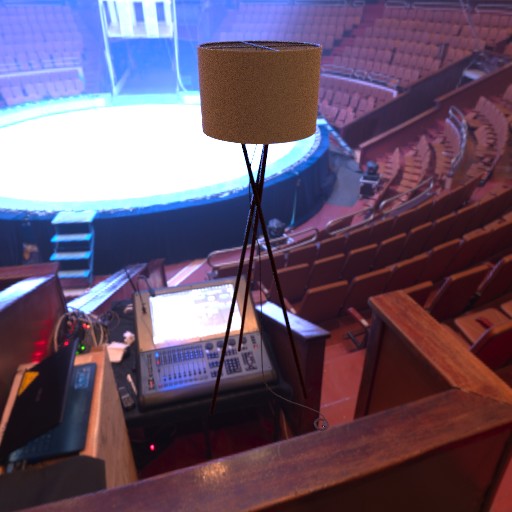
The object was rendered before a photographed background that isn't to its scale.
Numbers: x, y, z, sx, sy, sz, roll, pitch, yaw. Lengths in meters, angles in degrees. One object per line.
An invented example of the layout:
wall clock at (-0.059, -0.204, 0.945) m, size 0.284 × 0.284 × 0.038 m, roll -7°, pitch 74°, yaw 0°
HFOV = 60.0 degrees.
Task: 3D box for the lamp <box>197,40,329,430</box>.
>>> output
lamp at (0.000, 0.000, 1.893) m, size 0.522 × 1.624 × 0.667 m, roll -10°, pitch 31°, yaw -17°
